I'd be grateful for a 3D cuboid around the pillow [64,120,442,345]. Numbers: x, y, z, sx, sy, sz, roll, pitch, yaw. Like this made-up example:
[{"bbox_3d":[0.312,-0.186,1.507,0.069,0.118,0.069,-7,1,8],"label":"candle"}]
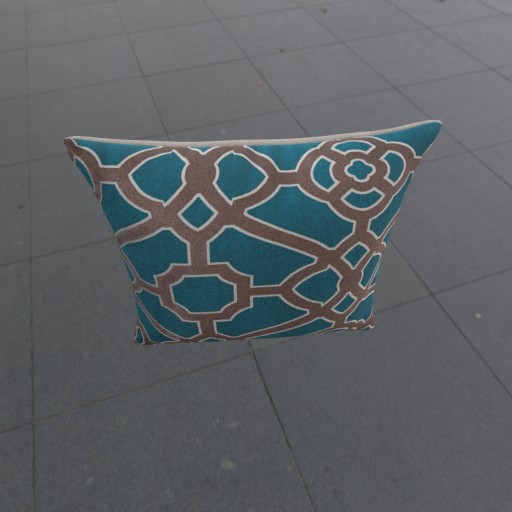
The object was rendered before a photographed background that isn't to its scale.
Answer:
[{"bbox_3d":[0.000,0.000,0.792,0.526,0.507,0.166,-3,48,-3],"label":"pillow"}]
